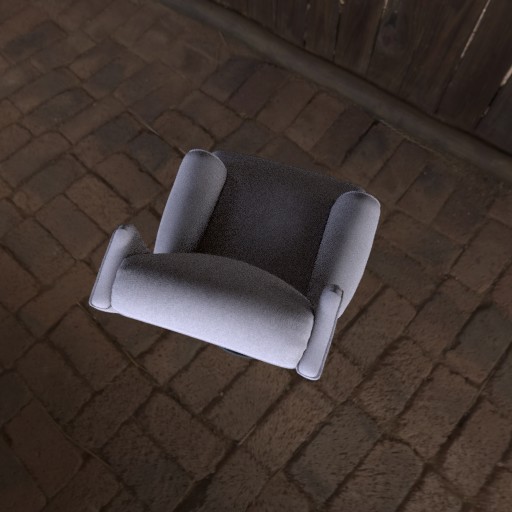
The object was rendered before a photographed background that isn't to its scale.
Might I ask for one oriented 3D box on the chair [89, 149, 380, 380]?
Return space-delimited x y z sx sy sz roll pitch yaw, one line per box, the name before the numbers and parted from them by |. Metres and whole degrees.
chair | 0.000 0.000 1.756 0.847 1.011 0.969 16 65 8
